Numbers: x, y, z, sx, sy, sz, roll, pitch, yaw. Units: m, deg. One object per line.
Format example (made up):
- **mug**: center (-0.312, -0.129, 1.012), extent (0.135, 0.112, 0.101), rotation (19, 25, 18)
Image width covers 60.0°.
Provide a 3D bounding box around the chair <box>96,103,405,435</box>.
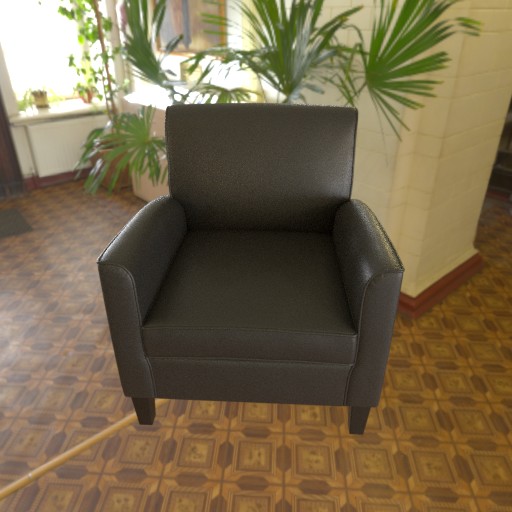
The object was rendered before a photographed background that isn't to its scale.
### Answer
- **chair**: center (0.000, 0.000, 1.582), extent (0.820, 0.916, 0.819), rotation (2, 29, 3)
